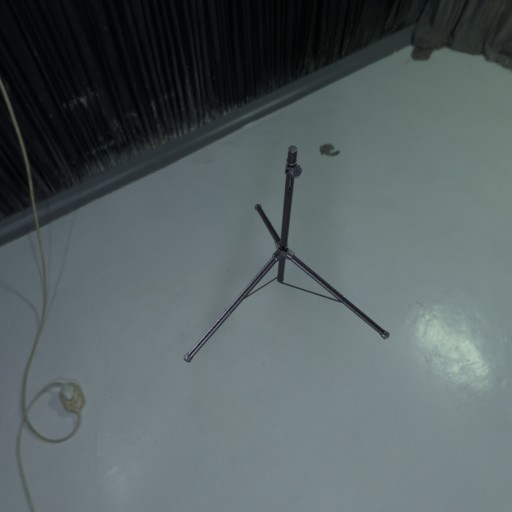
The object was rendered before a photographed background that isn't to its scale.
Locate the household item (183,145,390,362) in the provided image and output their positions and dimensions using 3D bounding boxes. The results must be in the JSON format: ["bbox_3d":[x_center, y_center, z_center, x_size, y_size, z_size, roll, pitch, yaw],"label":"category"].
[{"bbox_3d":[0.000,0.000,2.796,1.339,1.595,1.596,-33,64,-19],"label":"household item"}]
